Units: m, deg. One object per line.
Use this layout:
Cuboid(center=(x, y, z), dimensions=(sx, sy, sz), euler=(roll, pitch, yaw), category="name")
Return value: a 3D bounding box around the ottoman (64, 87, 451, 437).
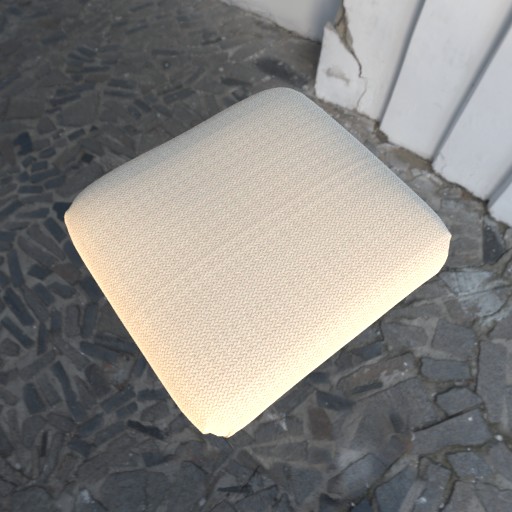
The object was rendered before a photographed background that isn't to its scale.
Cuboid(center=(0.000, 0.000, 1.093), dimensions=(0.684, 0.447, 0.622), euler=(-34, 68, -16), category="ottoman")
